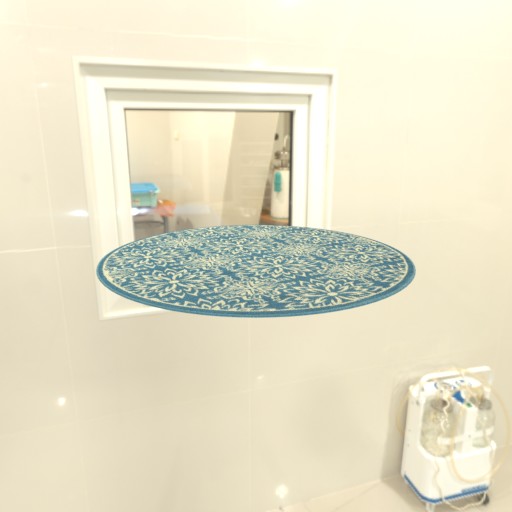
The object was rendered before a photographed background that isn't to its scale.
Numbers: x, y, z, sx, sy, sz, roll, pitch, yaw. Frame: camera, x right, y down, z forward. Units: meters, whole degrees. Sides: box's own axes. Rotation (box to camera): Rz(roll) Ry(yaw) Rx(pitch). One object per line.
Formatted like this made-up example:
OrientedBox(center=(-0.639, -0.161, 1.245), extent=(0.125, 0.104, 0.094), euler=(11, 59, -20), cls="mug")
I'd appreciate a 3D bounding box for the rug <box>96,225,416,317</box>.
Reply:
OrientedBox(center=(0.000, 0.000, 2.339), extent=(1.593, 0.012, 1.593), euler=(0, 16, 0), cls="rug")
